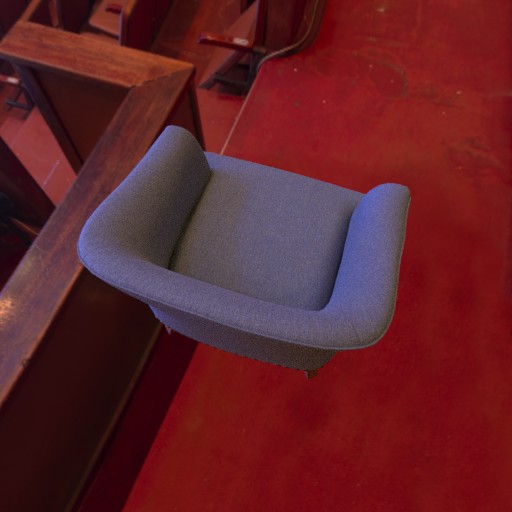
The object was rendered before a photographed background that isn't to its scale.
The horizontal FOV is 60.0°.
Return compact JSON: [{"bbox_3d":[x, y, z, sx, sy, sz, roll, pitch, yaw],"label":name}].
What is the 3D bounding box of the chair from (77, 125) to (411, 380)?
[{"bbox_3d":[0.000,0.000,1.409,0.798,0.815,0.704,17,65,8],"label":"chair"}]
